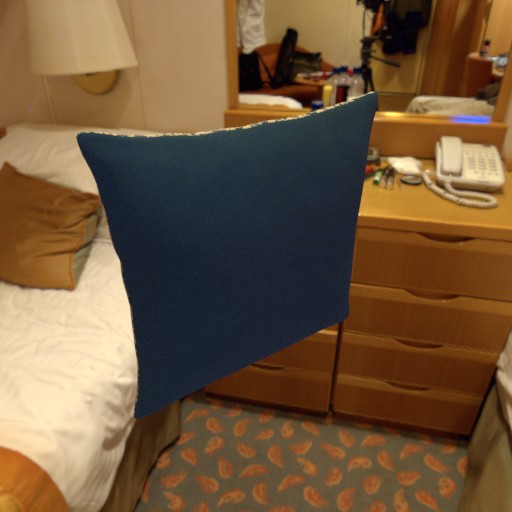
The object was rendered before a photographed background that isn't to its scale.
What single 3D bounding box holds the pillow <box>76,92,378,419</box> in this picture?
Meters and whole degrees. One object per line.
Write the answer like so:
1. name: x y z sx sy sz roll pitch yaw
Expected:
1. pillow: 0.000 0.000 0.785 0.523 0.510 0.166 -19 35 -29
